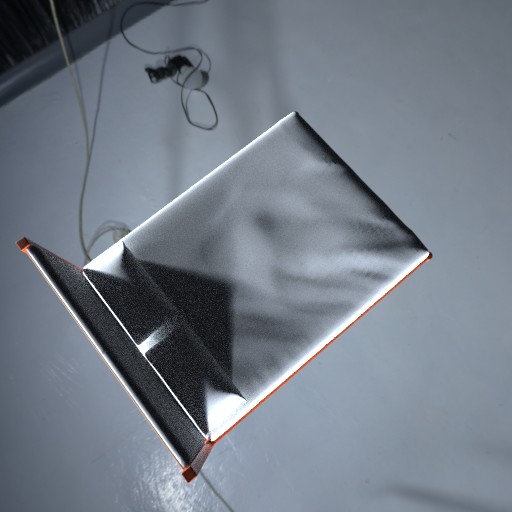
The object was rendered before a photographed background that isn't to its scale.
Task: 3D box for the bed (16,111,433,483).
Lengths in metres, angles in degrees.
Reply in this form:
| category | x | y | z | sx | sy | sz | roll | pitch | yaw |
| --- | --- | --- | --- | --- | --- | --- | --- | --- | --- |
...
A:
| category | x | y | z | sx | sy | sz | roll | pitch | yaw |
| --- | --- | --- | --- | --- | --- | --- | --- | --- | --- |
| bed | 0.000 | 0.000 | 2.994 | 2.117 | 1.165 | 1.566 | -39 | 79 | -9 |
